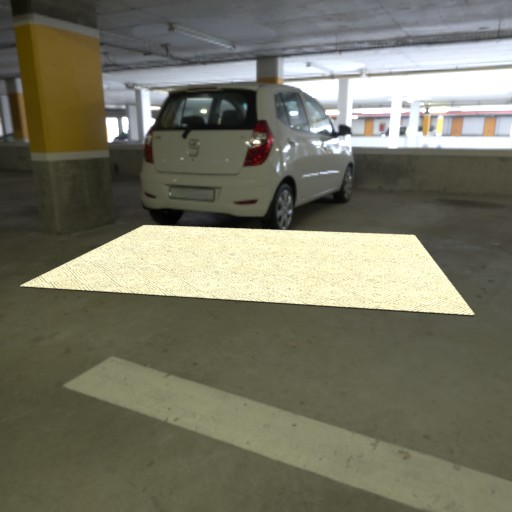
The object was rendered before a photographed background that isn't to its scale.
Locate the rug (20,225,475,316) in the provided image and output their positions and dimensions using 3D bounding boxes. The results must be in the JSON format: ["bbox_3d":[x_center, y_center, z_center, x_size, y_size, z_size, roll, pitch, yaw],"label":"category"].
[{"bbox_3d":[0.000,0.000,2.892,2.238,0.008,1.593,3,16,9],"label":"rug"}]
